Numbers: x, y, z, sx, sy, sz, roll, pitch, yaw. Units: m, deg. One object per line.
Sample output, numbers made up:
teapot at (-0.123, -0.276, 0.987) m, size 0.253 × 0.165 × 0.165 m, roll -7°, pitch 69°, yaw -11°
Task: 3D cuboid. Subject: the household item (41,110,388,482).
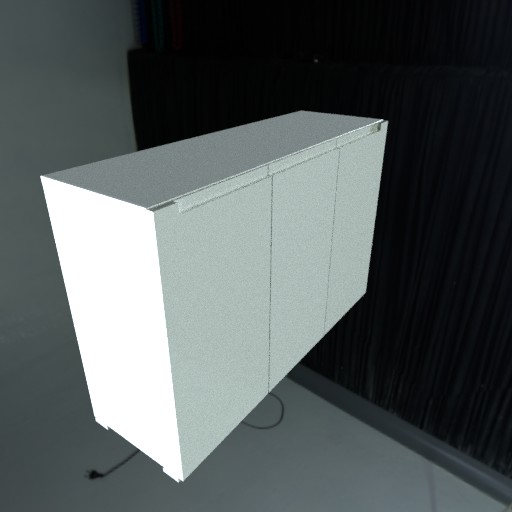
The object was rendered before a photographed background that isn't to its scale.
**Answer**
household item at (0.000, 0.000, 1.691) m, size 0.420 × 0.867 × 1.300 m, roll 18°, pitch 32°, yaw 32°
